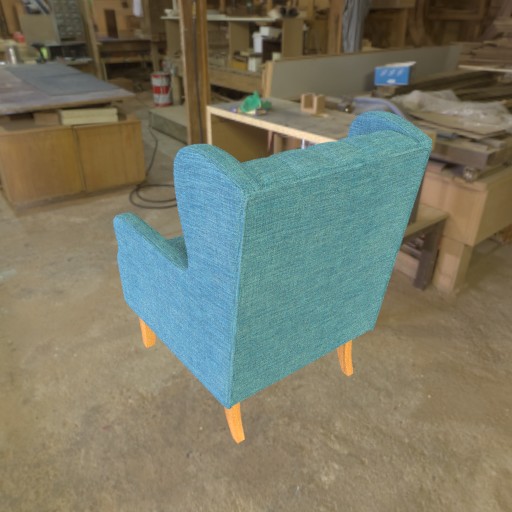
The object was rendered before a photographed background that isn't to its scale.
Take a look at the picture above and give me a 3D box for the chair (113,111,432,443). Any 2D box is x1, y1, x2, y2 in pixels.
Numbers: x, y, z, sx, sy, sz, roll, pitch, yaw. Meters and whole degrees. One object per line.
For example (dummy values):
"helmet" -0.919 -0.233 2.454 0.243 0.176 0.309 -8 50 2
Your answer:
"chair" 0.000 0.000 1.508 0.711 0.952 0.775 -20 36 -30
